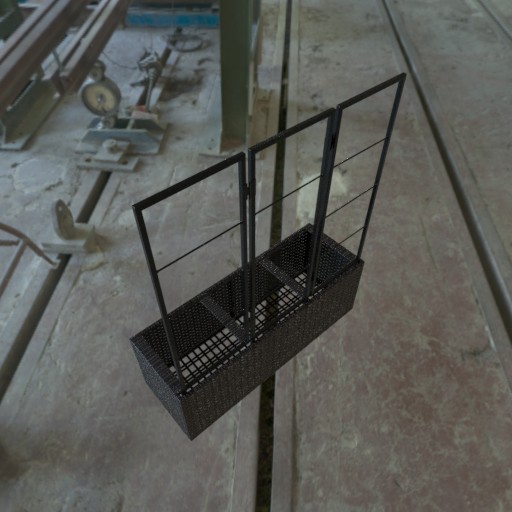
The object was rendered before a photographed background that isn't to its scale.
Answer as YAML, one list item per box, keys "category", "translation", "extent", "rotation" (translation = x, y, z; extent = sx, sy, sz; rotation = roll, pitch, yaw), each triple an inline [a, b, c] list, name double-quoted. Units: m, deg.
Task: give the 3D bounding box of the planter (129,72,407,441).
- category: "planter"
  translation: [0.000, 0.000, 1.158]
  extent: [0.699, 0.841, 0.244]
  rotation: [-33, 55, -27]
